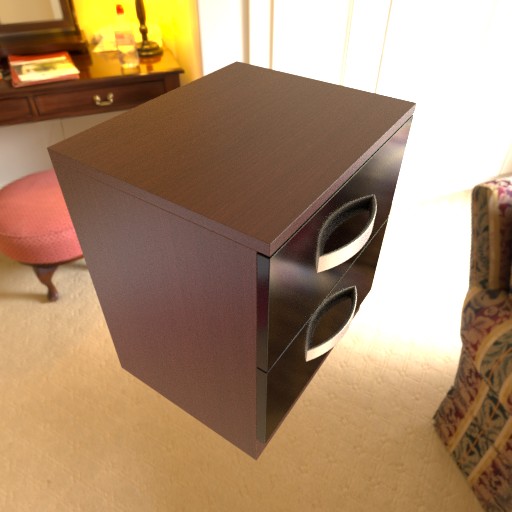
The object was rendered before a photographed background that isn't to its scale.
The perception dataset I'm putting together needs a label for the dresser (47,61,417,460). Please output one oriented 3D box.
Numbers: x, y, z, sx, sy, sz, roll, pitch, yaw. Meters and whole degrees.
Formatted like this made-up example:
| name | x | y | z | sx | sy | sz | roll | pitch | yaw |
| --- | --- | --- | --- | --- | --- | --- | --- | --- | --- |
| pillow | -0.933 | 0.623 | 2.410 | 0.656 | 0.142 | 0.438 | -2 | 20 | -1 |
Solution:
| name | x | y | z | sx | sy | sz | roll | pitch | yaw |
| --- | --- | --- | --- | --- | --- | --- | --- | --- | --- |
| dresser | 0.000 | 0.000 | 0.756 | 0.360 | 0.470 | 0.400 | 24 | 47 | 25 |
